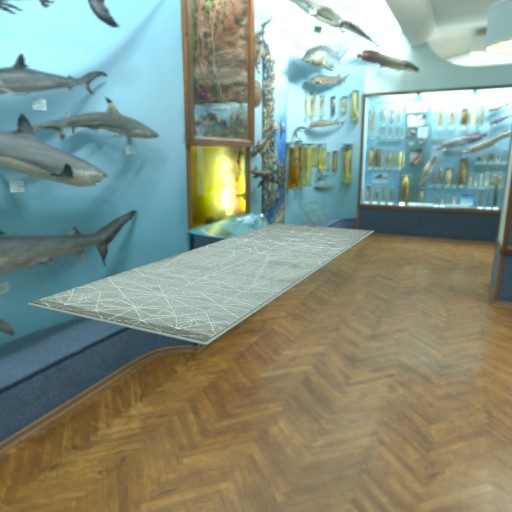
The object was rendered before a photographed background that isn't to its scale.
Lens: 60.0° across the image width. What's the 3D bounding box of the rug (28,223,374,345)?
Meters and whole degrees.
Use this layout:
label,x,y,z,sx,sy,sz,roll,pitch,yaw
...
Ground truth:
label,x,y,z,sx,sy,sz,roll,pitch,yaw
rug,0.000,0.000,2.648,0.864,0.012,2.388,7,15,26
